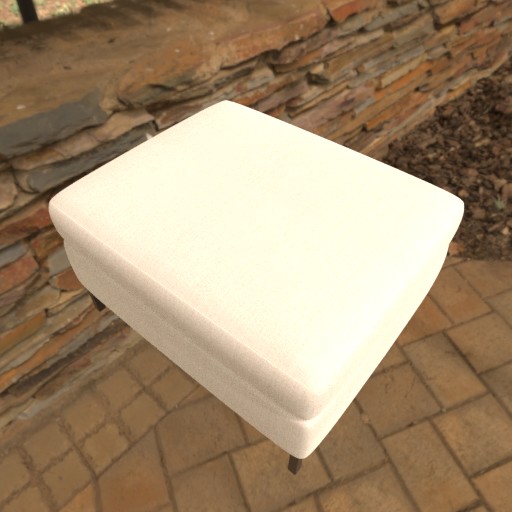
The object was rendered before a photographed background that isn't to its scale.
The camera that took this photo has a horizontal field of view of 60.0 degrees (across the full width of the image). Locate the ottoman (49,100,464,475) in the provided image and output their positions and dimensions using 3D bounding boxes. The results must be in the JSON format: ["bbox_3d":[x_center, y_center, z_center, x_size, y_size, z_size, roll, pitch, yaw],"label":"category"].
[{"bbox_3d":[0.000,0.000,1.164,0.794,0.453,0.657,31,54,26],"label":"ottoman"}]
